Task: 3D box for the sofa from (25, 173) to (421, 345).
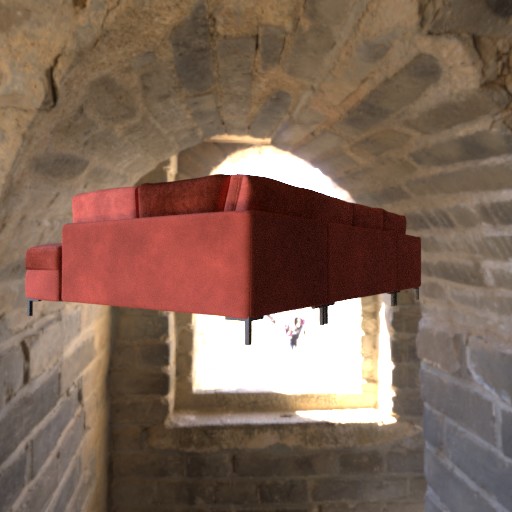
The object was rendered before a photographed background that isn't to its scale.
[{"bbox_3d":[0.000,0.000,3.781,1.981,0.858,2.971,0,-1,35],"label":"sofa"}]
